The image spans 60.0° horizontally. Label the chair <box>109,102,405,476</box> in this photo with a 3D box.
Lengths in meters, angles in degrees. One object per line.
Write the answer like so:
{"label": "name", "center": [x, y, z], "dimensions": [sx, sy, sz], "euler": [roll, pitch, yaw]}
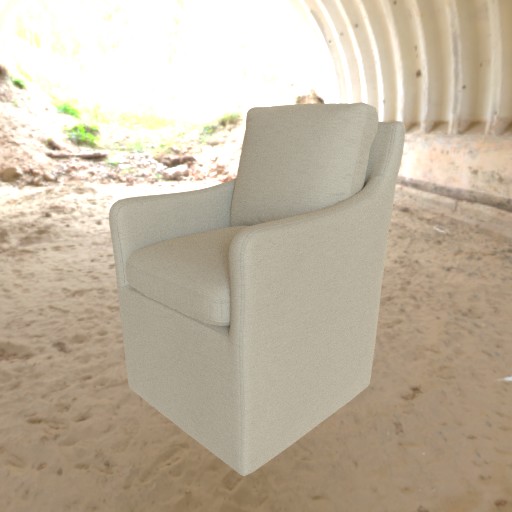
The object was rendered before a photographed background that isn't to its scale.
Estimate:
{"label": "chair", "center": [0.000, 0.000, 1.390], "dimensions": [0.626, 0.914, 0.694], "euler": [16, 23, 43]}
